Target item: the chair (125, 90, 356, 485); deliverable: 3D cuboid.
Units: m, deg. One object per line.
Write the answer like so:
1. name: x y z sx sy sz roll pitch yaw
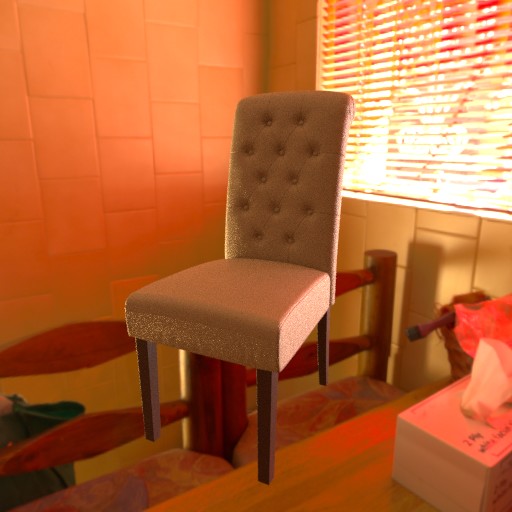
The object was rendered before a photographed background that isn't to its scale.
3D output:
1. chair: 0.000 0.000 1.362 0.456 1.006 0.671 7 16 26
